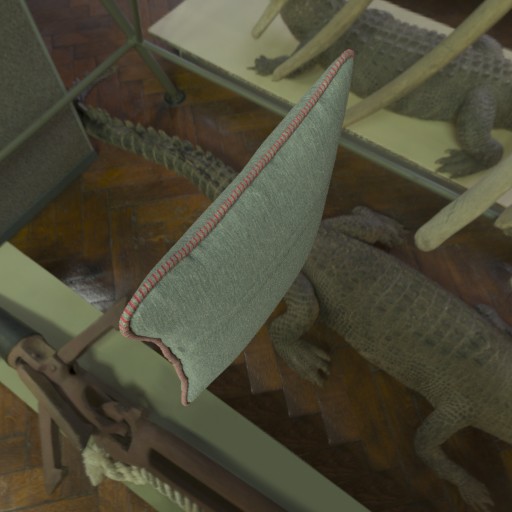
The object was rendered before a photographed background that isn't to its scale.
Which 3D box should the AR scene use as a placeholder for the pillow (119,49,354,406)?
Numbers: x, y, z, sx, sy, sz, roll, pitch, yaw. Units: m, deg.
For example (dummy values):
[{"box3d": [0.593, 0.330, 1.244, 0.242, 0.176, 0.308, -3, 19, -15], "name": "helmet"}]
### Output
[{"box3d": [0.000, 0.000, 0.726, 0.124, 0.491, 0.482, 31, 66, 15], "name": "pillow"}]
